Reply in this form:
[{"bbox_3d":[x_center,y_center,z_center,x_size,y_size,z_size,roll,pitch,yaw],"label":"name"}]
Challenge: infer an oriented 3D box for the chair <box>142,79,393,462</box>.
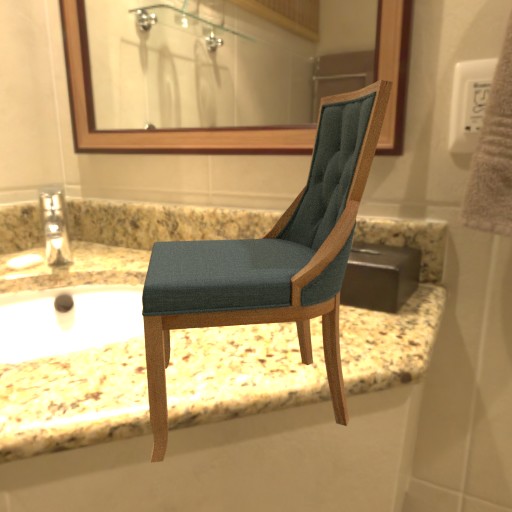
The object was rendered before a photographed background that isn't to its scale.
[{"bbox_3d":[0.000,0.000,1.329,0.641,0.947,0.524,-2,15,-10],"label":"chair"}]
